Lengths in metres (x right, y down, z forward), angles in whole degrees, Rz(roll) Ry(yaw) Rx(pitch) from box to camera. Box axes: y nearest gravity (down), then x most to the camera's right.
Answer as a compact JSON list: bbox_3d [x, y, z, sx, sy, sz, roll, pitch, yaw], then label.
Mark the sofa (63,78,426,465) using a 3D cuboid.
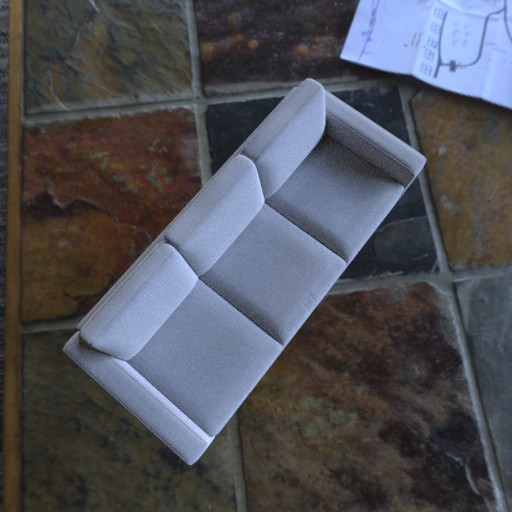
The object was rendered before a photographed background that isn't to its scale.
[{"bbox_3d":[0.000,0.000,2.573,0.900,0.800,2.120,38,77,10],"label":"sofa"}]
